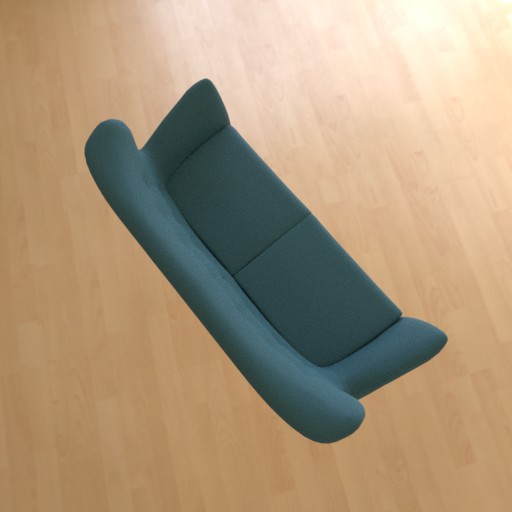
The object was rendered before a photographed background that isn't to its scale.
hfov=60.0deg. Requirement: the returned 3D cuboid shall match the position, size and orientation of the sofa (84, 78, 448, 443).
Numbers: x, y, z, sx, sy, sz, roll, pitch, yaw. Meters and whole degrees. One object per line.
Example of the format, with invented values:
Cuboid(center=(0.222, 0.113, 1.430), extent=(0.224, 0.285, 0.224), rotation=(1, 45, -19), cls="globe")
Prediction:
Cuboid(center=(0.000, 0.000, 2.415), extent=(0.889, 0.890, 1.930), rotation=(-39, 78, -10), cls="sofa")
